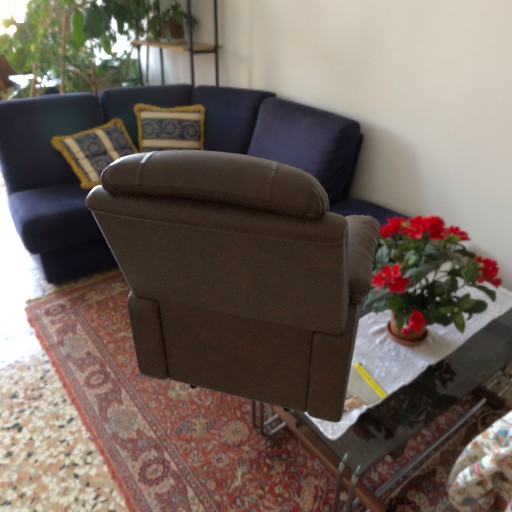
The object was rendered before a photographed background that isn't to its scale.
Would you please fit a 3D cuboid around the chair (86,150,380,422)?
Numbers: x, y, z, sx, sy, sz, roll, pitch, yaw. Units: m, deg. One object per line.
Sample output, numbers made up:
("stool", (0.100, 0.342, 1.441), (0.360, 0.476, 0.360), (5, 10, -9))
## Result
("chair", (0.000, 0.000, 1.651), (0.855, 0.992, 0.919), (9, 32, 15))
